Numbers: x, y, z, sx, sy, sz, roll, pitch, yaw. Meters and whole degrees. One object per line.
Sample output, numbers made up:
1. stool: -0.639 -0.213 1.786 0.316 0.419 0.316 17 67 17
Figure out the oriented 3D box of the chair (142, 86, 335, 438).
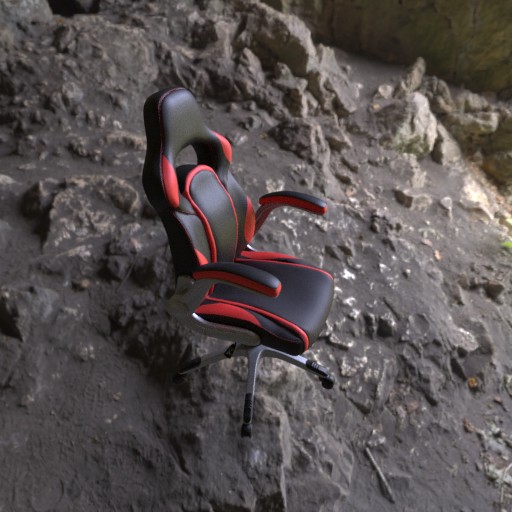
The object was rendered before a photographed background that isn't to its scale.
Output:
1. chair: 0.000 0.000 1.679 0.712 1.165 0.758 12 35 18
